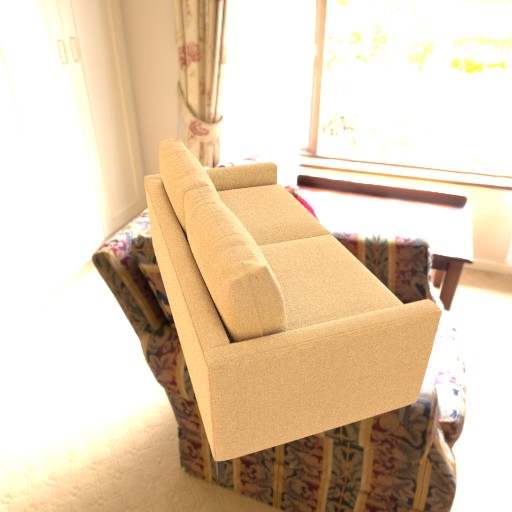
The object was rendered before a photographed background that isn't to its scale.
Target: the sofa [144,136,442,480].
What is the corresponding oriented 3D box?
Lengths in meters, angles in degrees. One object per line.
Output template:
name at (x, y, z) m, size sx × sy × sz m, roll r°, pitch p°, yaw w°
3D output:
sofa at (0.000, 0.000, 2.121) m, size 0.839 × 0.812 × 1.651 m, roll -10°, pitch 32°, yaw -16°
